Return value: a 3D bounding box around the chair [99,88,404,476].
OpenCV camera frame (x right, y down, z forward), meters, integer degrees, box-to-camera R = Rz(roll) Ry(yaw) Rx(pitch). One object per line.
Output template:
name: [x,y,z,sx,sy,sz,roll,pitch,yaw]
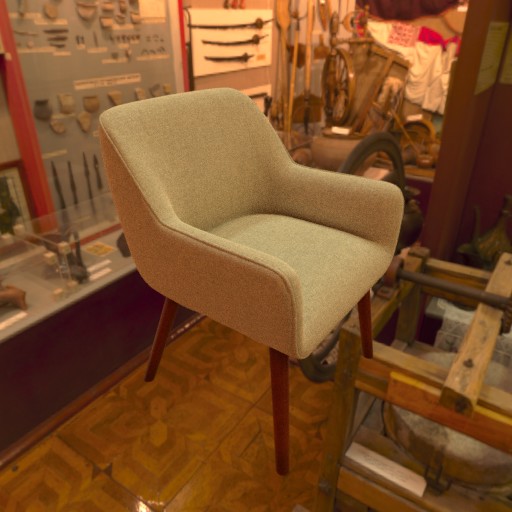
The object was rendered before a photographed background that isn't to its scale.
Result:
chair: [0.000,0.000,1.243,0.610,0.813,0.610,19,34,31]
